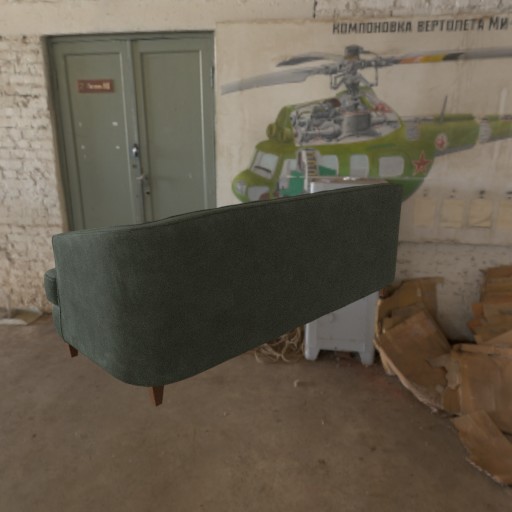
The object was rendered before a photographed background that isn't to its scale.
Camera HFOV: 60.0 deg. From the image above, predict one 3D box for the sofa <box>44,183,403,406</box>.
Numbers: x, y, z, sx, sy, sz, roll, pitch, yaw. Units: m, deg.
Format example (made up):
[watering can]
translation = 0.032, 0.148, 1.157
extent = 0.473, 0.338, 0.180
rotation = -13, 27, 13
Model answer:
[sofa]
translation = 0.000, 0.000, 2.773
extent = 2.278, 0.855, 0.941
rotation = -15, 22, -43
